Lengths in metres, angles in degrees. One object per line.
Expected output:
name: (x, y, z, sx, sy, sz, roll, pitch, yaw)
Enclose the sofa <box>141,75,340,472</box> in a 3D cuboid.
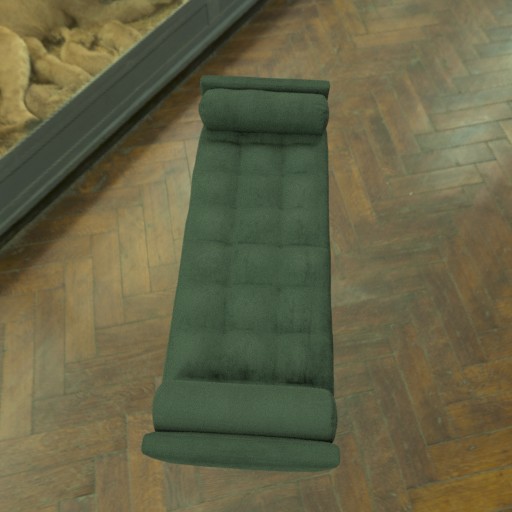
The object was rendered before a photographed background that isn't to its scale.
sofa: (0.000, 0.000, 2.455, 0.817, 0.681, 2.130, 3, 63, 2)
